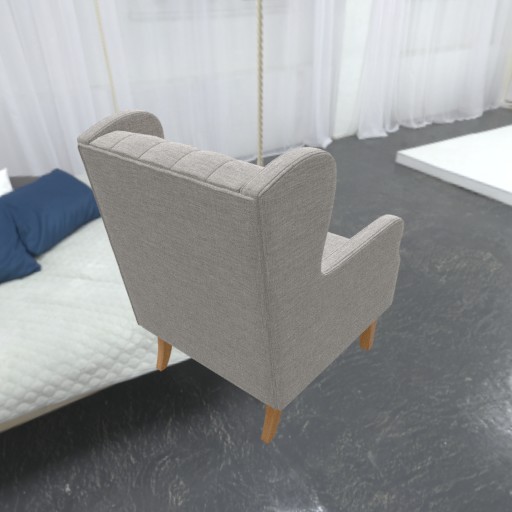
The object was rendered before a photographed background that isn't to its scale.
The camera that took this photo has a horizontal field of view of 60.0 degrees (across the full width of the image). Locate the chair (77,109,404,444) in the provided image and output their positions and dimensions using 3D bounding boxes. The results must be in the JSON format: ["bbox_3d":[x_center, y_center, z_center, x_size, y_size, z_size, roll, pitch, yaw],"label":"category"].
[{"bbox_3d":[0.000,0.000,1.468,0.710,0.930,0.760,22,37,32],"label":"chair"}]
